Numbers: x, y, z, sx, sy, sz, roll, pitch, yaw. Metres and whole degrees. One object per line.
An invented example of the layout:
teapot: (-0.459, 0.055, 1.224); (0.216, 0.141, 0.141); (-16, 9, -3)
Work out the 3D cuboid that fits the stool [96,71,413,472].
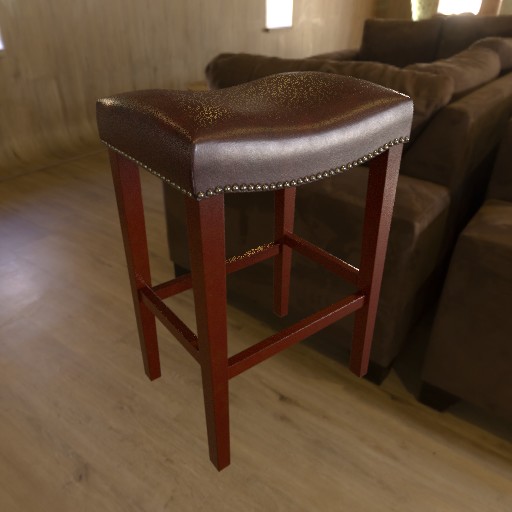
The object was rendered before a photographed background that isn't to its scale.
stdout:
stool: (0.000, 0.000, 1.014); (0.504, 0.742, 0.372); (-21, 36, -32)
